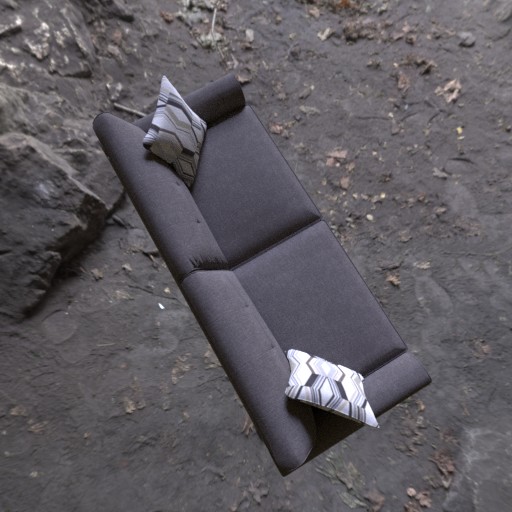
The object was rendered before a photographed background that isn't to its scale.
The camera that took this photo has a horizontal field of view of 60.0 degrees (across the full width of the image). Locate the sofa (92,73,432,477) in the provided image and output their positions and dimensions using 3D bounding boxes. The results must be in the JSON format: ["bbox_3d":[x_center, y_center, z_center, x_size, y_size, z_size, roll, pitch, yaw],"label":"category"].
[{"bbox_3d":[0.000,0.000,2.426,0.889,0.813,2.032,-30,78,-7],"label":"sofa"}]
